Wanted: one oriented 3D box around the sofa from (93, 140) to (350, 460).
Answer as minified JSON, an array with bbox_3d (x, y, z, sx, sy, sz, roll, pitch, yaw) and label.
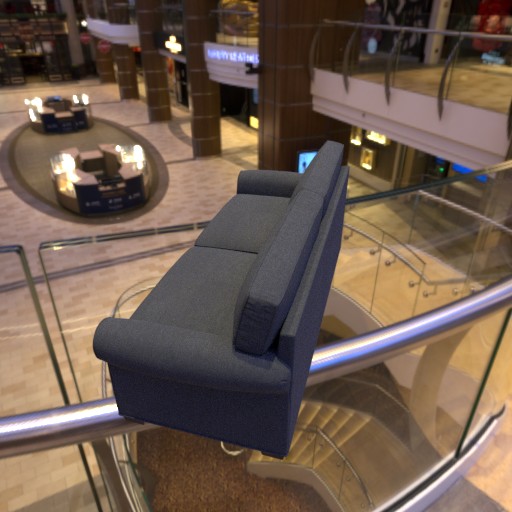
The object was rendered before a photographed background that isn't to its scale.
[{"bbox_3d":[0.000,0.000,2.953,0.954,1.026,2.391,8,32,14],"label":"sofa"}]
